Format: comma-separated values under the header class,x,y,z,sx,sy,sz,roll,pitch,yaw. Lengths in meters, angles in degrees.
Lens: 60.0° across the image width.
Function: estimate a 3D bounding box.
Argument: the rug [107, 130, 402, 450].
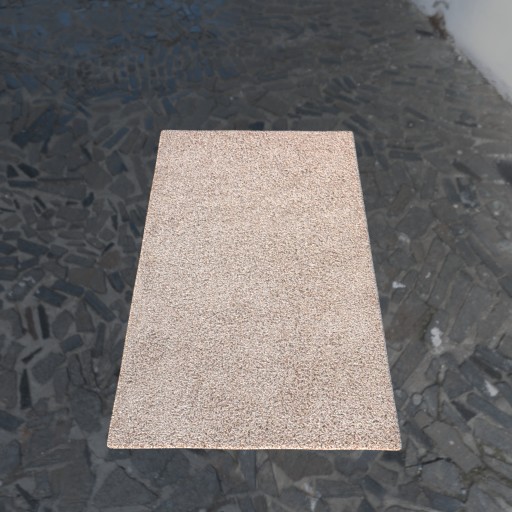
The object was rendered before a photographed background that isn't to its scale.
class,x,y,z,sx,sy,sz,roll,pitch,yaw
rug,0.000,0.000,3.393,1.778,0.030,2.743,0,58,0
